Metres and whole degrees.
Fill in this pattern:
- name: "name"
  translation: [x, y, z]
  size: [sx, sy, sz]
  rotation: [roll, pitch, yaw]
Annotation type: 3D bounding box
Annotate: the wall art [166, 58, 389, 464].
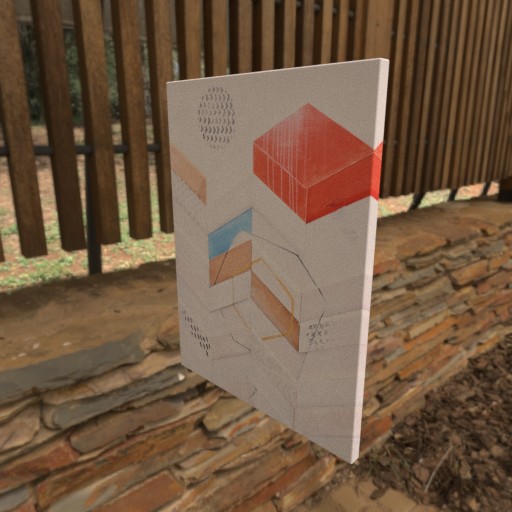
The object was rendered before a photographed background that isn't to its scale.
- name: "wall art"
  translation: [0.000, 0.000, 1.323]
  size: [0.759, 1.014, 0.045]
  rotation: [15, 22, 42]
